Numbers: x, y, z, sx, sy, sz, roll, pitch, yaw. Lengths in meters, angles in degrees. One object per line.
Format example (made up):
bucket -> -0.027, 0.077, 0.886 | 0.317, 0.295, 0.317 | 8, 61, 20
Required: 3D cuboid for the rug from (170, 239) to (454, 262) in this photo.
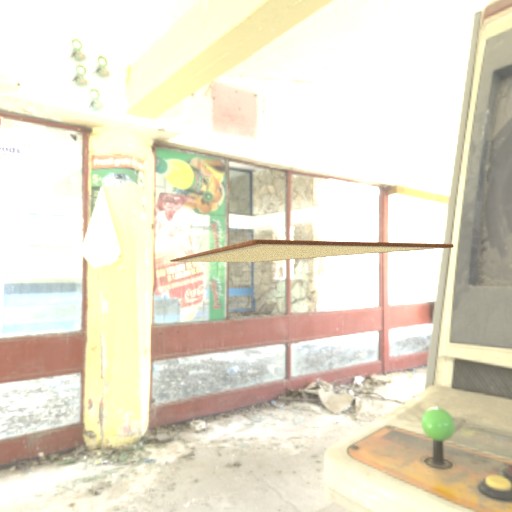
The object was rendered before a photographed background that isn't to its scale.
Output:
rug -> 0.000, 0.000, 2.658 | 0.764, 0.017, 2.439 | 1, -2, -17
